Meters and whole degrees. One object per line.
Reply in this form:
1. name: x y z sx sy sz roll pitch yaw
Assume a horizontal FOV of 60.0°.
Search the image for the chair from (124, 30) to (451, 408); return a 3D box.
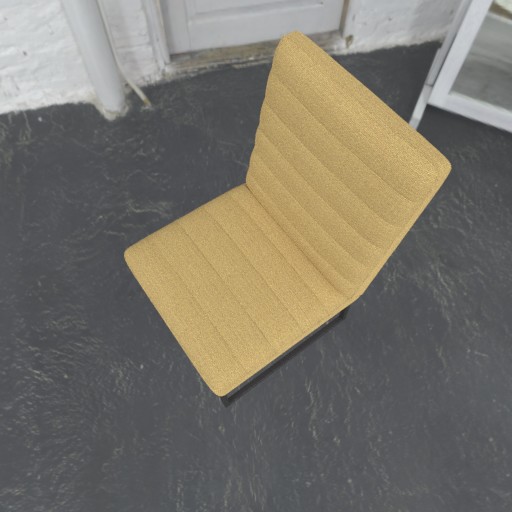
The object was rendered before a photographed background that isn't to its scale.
1. chair: 0.000 0.000 1.293 0.634 0.930 0.520 -33 68 -15
